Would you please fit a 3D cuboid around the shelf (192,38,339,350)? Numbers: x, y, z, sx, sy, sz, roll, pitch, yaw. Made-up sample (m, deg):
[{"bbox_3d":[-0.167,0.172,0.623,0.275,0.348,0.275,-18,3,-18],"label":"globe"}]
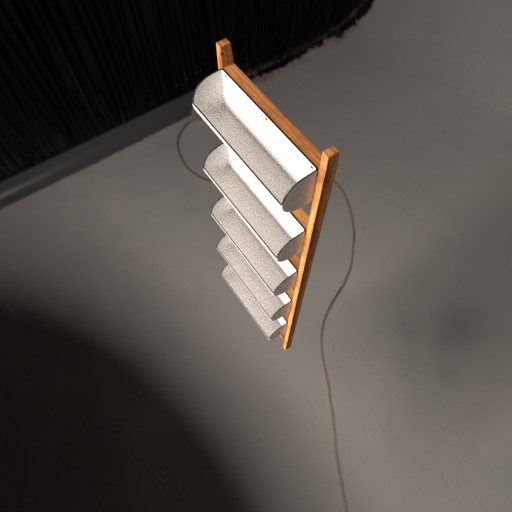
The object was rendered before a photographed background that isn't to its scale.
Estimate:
[{"bbox_3d":[0.000,0.000,1.751,0.141,1.600,0.454,-32,68,-15],"label":"shelf"}]
